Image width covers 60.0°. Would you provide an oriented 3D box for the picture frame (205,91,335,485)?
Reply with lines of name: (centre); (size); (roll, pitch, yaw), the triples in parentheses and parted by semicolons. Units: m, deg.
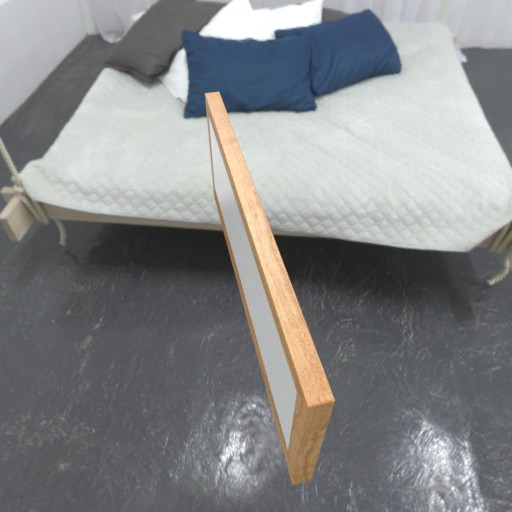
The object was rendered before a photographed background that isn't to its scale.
picture frame: (0.000, 0.000, 0.672); (0.045, 0.234, 0.582); (-10, 48, -9)
